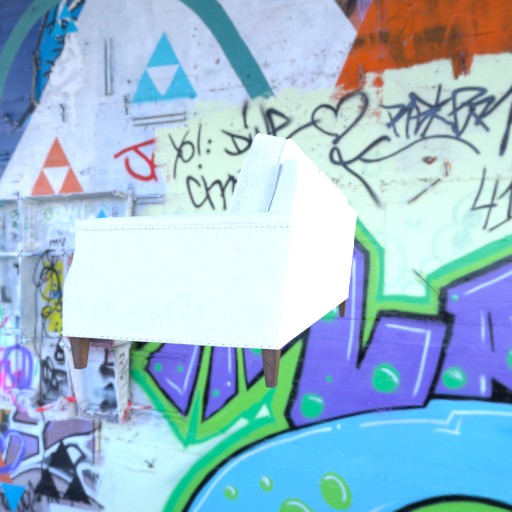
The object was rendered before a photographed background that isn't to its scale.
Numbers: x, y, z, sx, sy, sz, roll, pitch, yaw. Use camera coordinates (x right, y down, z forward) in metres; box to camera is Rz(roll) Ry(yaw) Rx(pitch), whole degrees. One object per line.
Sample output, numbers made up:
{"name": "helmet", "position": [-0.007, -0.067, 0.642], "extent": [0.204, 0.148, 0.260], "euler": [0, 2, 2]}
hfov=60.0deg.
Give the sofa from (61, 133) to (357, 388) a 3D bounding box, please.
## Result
{"name": "sofa", "position": [0.000, 0.000, 2.826], "extent": [1.084, 1.003, 2.246], "euler": [0, 0, 18]}
